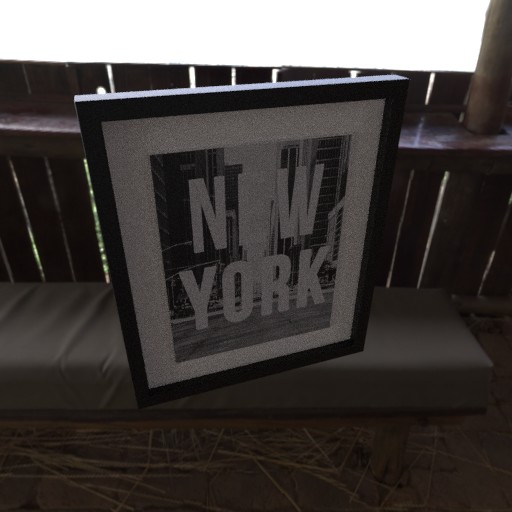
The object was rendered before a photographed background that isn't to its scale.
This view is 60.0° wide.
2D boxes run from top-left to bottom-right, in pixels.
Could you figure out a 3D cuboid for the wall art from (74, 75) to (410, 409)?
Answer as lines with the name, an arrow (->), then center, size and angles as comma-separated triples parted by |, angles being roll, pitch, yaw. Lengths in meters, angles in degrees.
wall art -> 0.000, 0.000, 0.524 | 0.328, 0.381, 0.028 | -10, 33, -16
